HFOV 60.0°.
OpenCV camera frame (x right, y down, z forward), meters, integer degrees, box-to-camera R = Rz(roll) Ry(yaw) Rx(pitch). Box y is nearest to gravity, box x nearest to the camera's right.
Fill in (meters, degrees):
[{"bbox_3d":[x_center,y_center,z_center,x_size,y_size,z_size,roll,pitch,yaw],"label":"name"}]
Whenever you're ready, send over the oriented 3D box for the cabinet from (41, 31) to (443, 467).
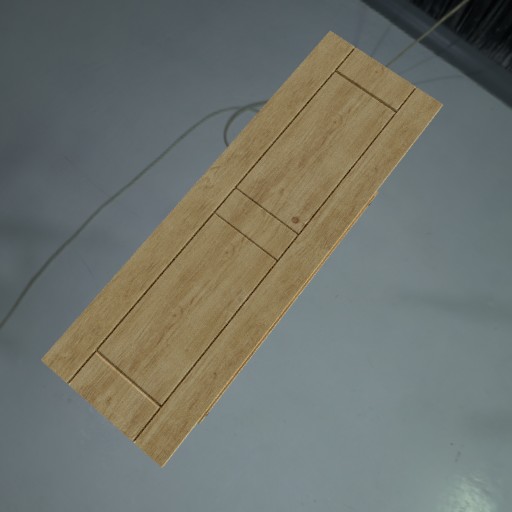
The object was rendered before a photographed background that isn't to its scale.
[{"bbox_3d":[0.000,0.000,1.675,0.432,0.810,1.321,38,79,8],"label":"cabinet"}]
